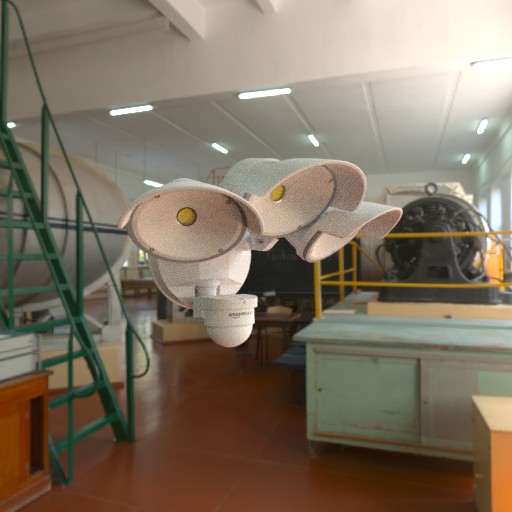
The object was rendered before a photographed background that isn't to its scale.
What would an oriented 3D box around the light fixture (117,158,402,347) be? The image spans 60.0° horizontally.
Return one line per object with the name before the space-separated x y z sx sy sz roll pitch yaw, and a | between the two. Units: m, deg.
light fixture | 0.000 0.000 0.534 0.369 0.237 0.278 0 0 -36
